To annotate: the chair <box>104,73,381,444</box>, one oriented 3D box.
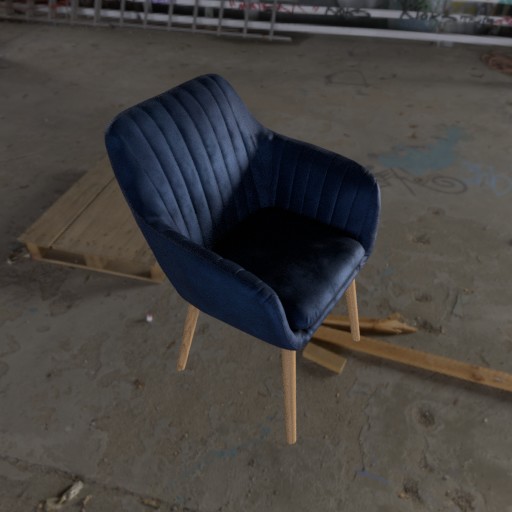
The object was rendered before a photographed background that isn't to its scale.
[{"bbox_3d":[0.000,0.000,1.260,0.573,0.826,0.578,24,47,25],"label":"chair"}]
